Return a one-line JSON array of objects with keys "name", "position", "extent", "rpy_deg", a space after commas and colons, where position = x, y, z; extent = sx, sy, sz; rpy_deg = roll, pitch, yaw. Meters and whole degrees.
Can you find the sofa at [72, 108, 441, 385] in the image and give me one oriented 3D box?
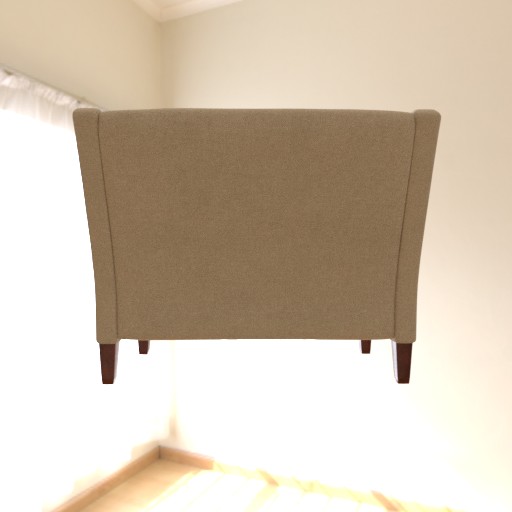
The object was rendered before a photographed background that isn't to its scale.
[{"name": "sofa", "position": [0.000, 0.000, 1.895], "extent": [1.212, 0.976, 0.946], "rpy_deg": [0, -1, -1]}]
